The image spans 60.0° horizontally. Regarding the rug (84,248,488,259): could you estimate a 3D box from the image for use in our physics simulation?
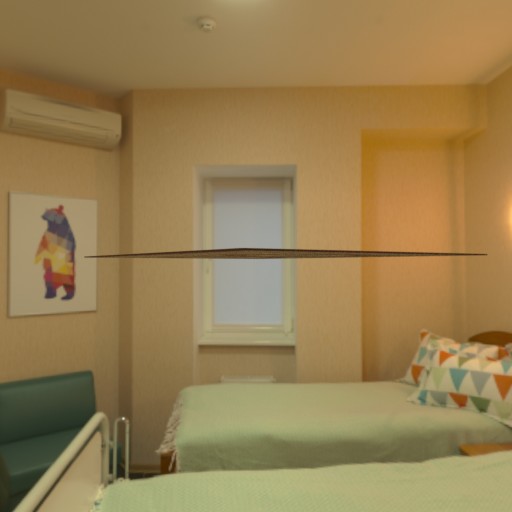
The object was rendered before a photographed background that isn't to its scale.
[{"bbox_3d":[0.000,0.000,4.249,2.381,0.013,3.197,1,-1,-35],"label":"rug"}]
